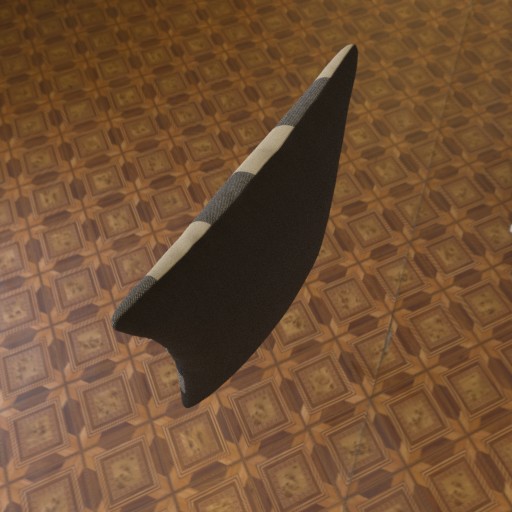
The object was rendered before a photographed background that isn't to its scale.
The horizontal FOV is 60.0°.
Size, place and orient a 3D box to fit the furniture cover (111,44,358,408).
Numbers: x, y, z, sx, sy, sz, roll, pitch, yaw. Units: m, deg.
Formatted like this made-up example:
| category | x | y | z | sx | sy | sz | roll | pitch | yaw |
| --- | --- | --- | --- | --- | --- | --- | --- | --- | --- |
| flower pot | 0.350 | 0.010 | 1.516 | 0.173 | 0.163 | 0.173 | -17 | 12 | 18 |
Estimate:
| category | x | y | z | sx | sy | sz | roll | pitch | yaw |
| --- | --- | --- | --- | --- | --- | --- | --- | --- | --- |
| furniture cover | 0.000 | 0.000 | 0.762 | 0.161 | 0.509 | 0.511 | 31 | 66 | 15 |
